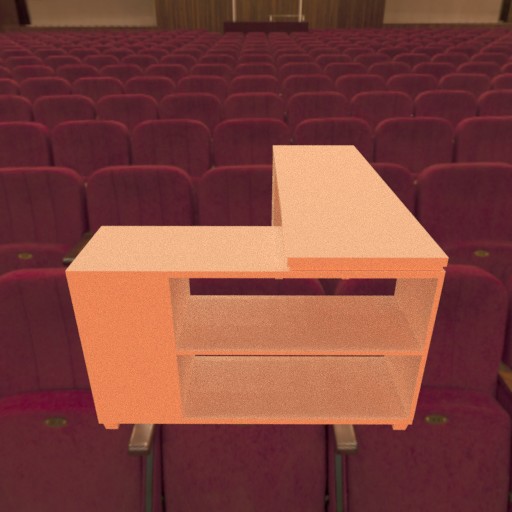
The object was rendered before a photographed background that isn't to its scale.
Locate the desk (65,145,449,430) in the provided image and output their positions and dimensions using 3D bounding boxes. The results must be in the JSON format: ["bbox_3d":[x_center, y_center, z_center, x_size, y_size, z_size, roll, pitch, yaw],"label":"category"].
[{"bbox_3d":[0.000,0.000,2.226,1.199,0.759,1.524,0,27,0],"label":"desk"}]
